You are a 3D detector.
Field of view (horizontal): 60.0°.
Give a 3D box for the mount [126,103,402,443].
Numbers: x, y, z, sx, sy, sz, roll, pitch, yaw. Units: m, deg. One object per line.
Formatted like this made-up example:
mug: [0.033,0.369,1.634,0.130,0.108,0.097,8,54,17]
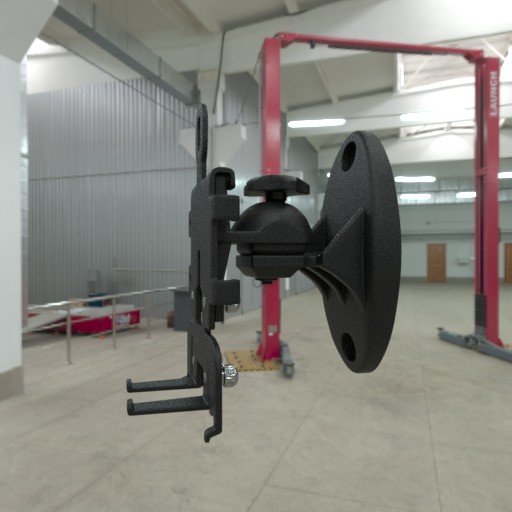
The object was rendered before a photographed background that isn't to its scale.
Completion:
mount: [0.000,0.000,0.179,0.100,0.118,0.066,0,0,-17]
